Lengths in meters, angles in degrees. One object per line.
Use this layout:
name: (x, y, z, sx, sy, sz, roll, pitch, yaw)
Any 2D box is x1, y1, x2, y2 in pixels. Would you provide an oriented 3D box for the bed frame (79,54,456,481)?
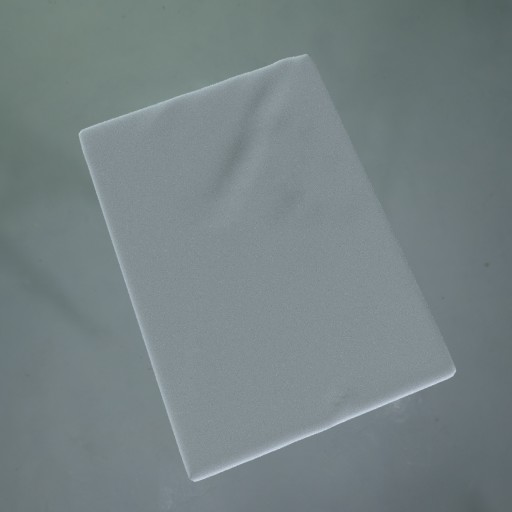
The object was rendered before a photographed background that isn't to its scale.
bed frame: (0.000, 0.000, 2.517, 1.372, 0.637, 1.905, -20, 78, -4)
